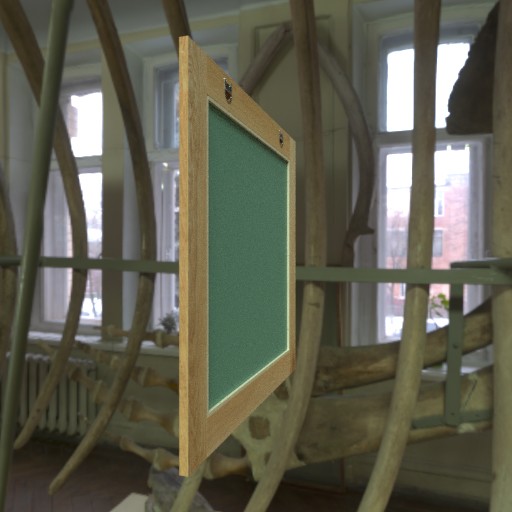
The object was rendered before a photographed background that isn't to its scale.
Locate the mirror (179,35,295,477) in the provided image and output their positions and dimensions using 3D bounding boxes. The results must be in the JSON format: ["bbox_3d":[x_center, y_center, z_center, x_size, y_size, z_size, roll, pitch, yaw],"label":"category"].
[{"bbox_3d":[0.000,0.000,1.183,0.020,0.800,0.800,0,0,19],"label":"mirror"}]
